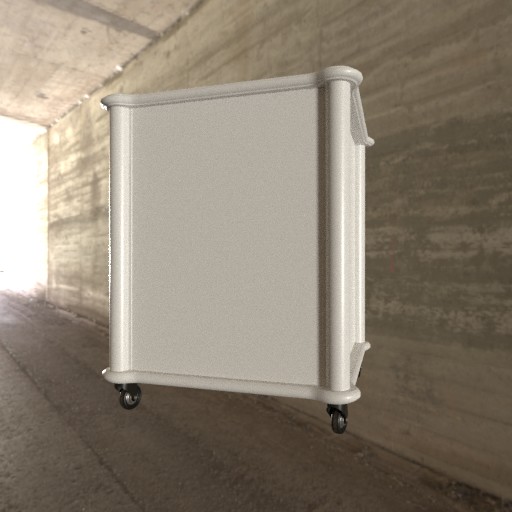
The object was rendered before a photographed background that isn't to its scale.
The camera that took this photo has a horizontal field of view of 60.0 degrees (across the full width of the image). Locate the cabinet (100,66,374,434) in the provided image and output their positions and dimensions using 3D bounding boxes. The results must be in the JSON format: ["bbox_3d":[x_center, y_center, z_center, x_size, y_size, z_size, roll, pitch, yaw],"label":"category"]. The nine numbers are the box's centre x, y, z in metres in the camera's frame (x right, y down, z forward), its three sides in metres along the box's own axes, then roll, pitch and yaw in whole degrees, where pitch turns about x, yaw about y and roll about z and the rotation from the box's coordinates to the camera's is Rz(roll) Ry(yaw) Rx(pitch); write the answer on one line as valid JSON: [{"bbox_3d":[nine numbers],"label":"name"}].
[{"bbox_3d":[0.000,0.000,1.253,0.628,0.761,0.627,0,0,17],"label":"cabinet"}]
